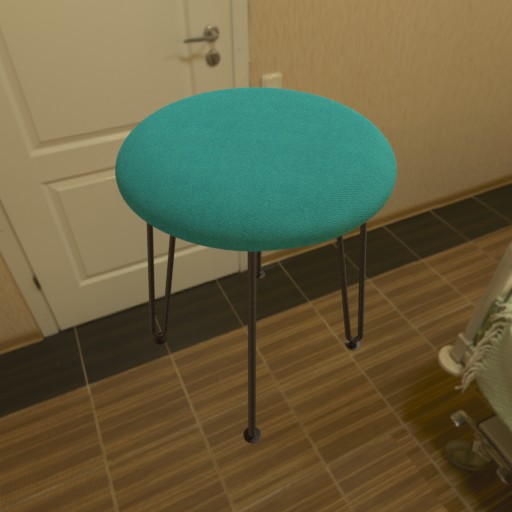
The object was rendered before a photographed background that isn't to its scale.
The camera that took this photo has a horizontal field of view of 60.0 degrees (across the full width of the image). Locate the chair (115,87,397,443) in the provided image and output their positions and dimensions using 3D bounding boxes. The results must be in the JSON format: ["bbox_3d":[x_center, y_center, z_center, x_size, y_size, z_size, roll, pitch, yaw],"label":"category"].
[{"bbox_3d":[0.000,0.000,0.681,0.350,0.430,0.350,25,48,25],"label":"chair"}]
